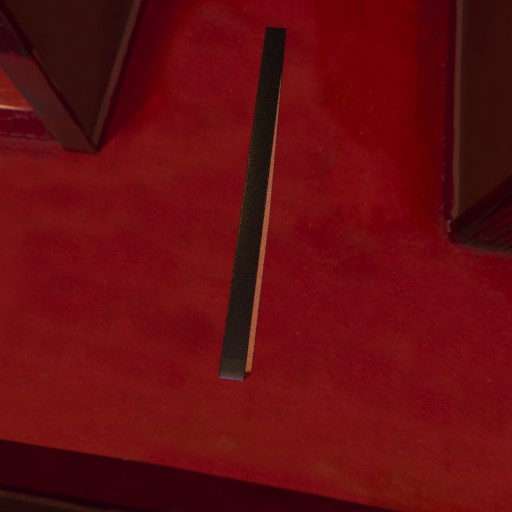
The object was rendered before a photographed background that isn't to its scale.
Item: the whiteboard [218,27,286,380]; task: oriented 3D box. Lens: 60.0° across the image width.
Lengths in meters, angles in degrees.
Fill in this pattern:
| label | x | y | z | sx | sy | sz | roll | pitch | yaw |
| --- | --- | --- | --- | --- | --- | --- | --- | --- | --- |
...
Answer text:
| label | x | y | z | sx | sy | sz | roll | pitch | yaw |
| --- | --- | --- | --- | --- | --- | --- | --- | --- | --- |
| whiteboard | 0.000 | 0.000 | 0.771 | 0.026 | 0.611 | 0.406 | 7 | 75 | 2 |
